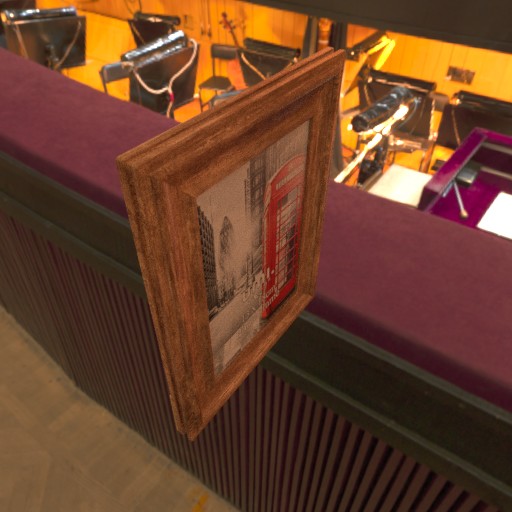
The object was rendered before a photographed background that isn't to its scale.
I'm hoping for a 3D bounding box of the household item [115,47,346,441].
[{"bbox_3d":[0.000,0.000,0.318,0.018,0.237,0.186,25,47,26],"label":"household item"}]
